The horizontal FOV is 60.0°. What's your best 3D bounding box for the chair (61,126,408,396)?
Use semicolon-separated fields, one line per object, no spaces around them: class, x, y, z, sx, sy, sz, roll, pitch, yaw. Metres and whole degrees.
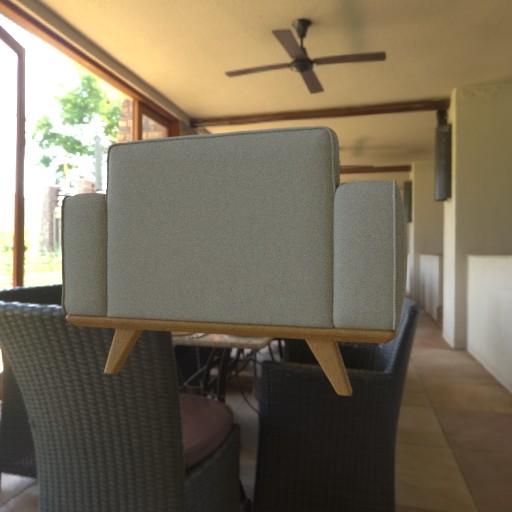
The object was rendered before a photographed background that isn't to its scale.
chair;0.000;0.000;1.746;1.115;0.779;0.953;0;0;17
